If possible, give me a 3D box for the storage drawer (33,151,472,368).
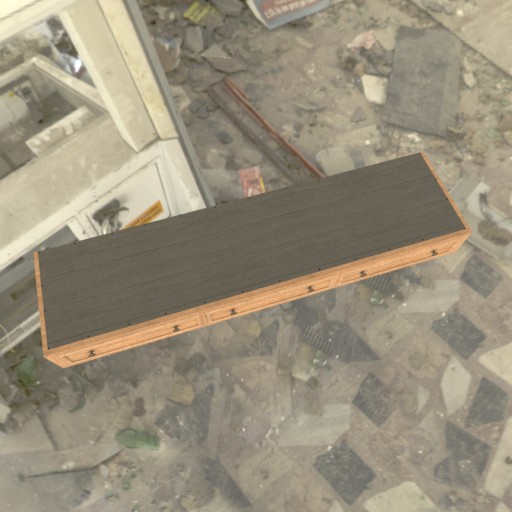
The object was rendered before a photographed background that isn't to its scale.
[{"bbox_3d":[0.000,0.000,2.228,2.032,0.264,0.538,-16,64,-8],"label":"storage drawer"}]
